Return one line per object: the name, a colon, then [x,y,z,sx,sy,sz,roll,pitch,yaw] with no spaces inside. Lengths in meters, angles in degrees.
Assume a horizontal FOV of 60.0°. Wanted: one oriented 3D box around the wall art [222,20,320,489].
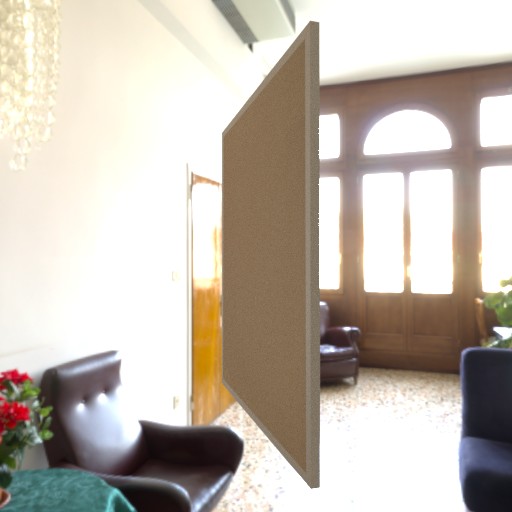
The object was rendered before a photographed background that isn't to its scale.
wall art: [0.000,0.000,0.758,0.012,0.557,0.482,0,-1,-17]
